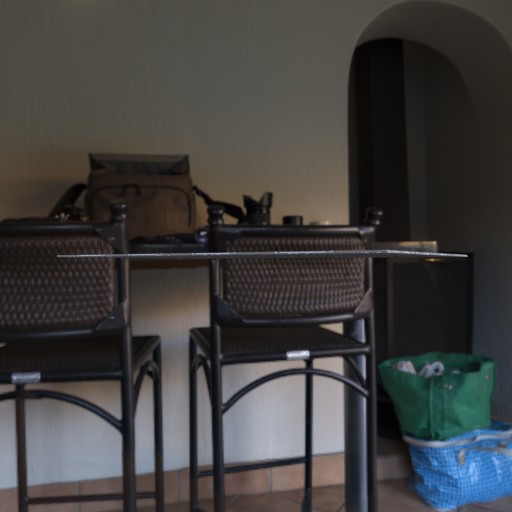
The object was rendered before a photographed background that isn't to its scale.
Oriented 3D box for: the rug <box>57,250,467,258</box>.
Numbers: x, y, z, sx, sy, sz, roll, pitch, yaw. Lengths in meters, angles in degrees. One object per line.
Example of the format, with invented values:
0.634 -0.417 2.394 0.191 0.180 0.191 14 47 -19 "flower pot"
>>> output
0.000 0.000 3.119 2.457 0.012 1.541 -1 -1 36 "rug"
